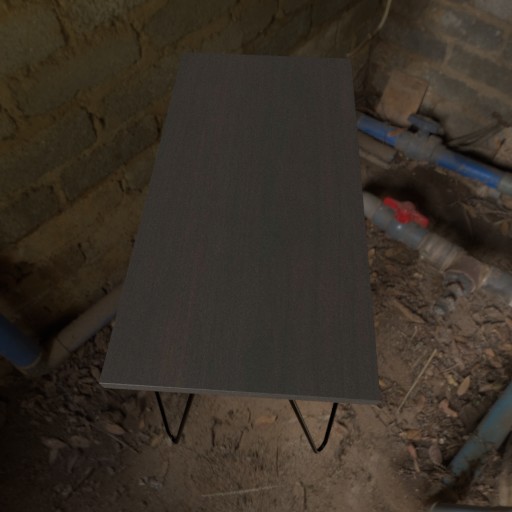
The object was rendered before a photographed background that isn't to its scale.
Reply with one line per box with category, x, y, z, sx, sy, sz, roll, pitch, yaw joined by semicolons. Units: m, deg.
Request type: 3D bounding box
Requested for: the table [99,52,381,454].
table;0.000;0.000;1.326;0.499;0.660;0.991;3;58;2
